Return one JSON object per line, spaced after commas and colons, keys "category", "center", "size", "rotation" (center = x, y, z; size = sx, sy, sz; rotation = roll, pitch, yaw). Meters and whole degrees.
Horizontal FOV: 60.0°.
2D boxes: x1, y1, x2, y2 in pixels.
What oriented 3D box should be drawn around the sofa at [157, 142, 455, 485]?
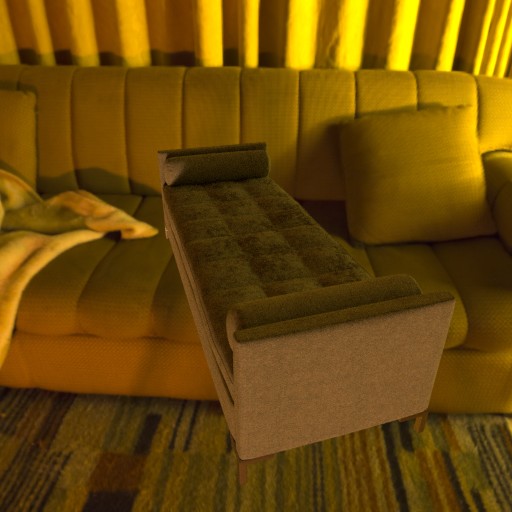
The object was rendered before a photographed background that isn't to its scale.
{"category": "sofa", "center": [0.000, 0.000, 2.405], "size": [0.797, 0.657, 2.102], "rotation": [-9, 31, -15]}
